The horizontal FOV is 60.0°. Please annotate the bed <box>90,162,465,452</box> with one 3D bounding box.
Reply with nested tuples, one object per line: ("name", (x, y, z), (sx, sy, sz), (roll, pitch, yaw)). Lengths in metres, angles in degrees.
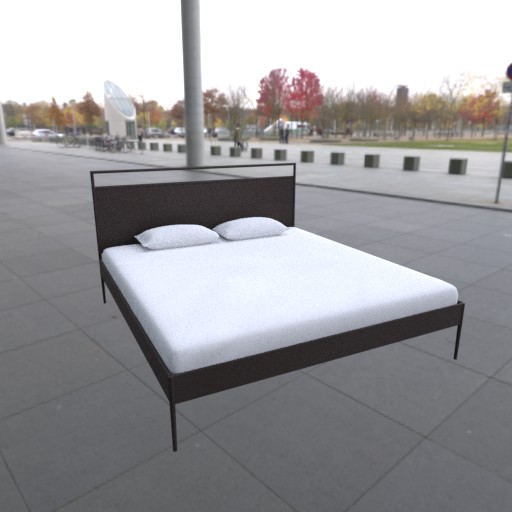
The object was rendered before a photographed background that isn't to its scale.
("bed", (0.000, 0.000, 3.342), (1.993, 1.173, 2.151), (-8, 18, -26))
